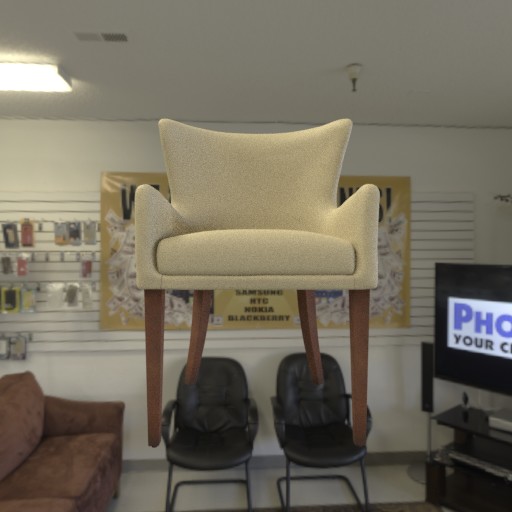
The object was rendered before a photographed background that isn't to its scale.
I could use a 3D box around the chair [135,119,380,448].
[{"bbox_3d":[0.000,0.000,1.400,0.660,0.952,0.686,0,0,-1],"label":"chair"}]
